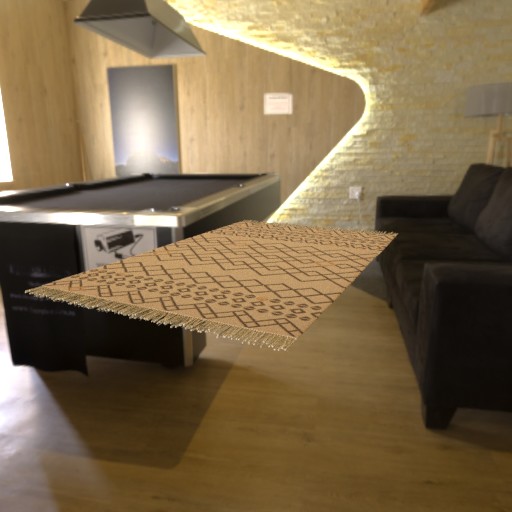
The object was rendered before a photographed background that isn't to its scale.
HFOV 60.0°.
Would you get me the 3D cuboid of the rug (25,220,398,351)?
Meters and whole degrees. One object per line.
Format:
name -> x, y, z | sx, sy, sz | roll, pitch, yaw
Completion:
rug -> 0.000, 0.000, 2.498 | 1.224, 0.028, 2.023 | 7, 16, 26
